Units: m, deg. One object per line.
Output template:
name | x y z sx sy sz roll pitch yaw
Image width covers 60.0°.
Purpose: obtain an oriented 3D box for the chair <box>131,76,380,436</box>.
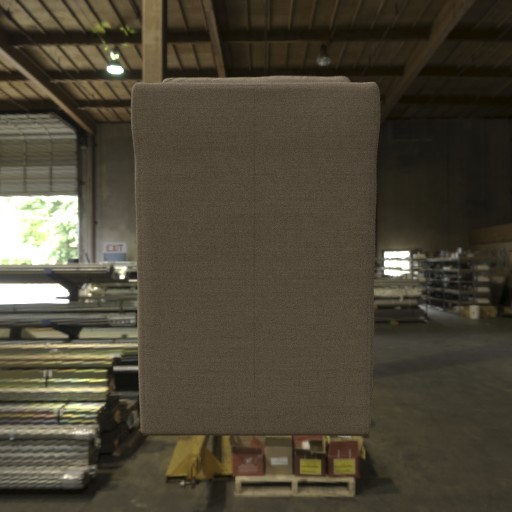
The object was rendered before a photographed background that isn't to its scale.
chair | 0.000 0.000 1.368 0.626 0.914 0.694 0 -1 0
